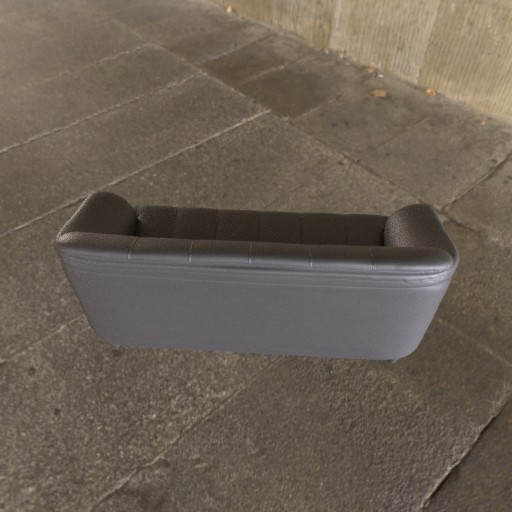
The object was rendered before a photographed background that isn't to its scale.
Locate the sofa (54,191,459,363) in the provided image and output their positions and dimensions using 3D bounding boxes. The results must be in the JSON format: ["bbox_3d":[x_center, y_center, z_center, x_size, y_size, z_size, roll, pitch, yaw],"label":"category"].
[{"bbox_3d":[0.000,0.000,2.270,1.829,0.811,0.800,3,47,2],"label":"sofa"}]
